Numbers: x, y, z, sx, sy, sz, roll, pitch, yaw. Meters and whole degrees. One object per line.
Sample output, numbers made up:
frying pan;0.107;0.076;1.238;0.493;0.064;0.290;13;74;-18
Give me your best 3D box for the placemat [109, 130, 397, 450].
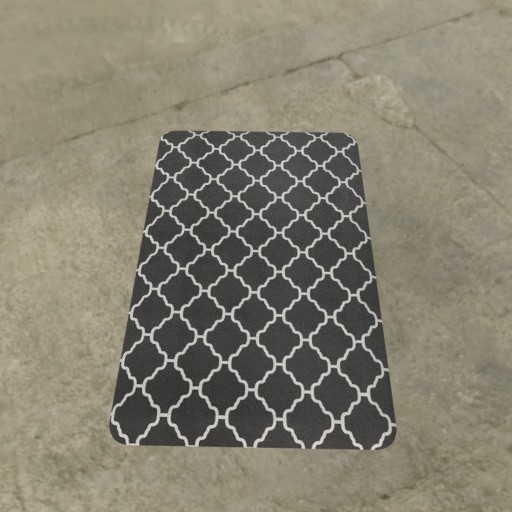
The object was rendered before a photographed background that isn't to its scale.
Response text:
placemat;0.000;0.000;0.954;0.508;0.021;0.762;1;59;1
